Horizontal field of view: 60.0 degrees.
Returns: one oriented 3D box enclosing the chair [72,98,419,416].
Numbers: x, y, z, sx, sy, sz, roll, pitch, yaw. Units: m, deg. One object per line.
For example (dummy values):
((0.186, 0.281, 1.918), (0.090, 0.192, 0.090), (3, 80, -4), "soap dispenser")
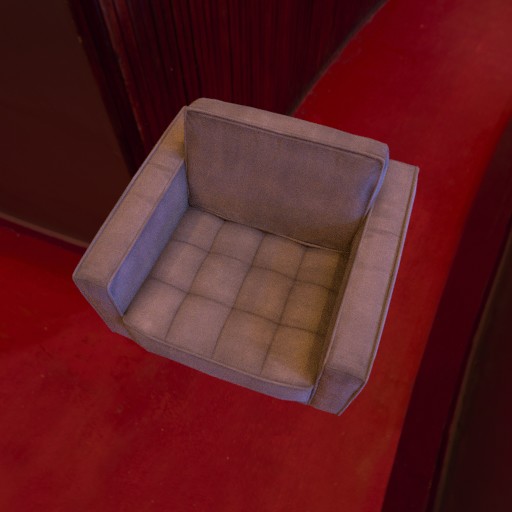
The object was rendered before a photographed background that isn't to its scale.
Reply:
((0.000, 0.000, 1.544), (0.928, 0.773, 0.843), (18, 61, 10), "chair")
